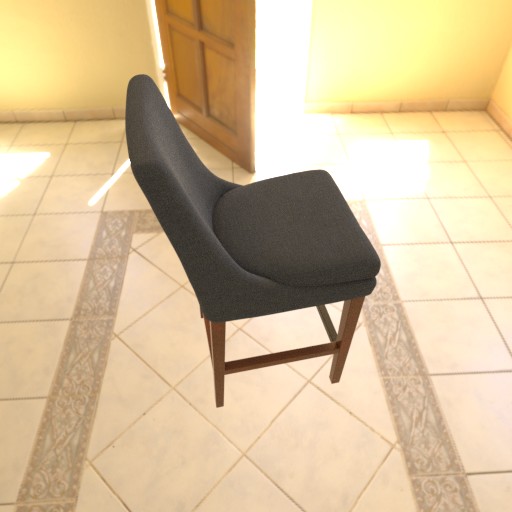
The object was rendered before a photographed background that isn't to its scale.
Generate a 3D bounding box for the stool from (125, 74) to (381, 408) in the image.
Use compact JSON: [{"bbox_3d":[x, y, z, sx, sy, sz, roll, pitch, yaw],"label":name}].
[{"bbox_3d":[0.000,0.000,1.326,0.577,0.981,0.470,-9,46,-9],"label":"stool"}]
